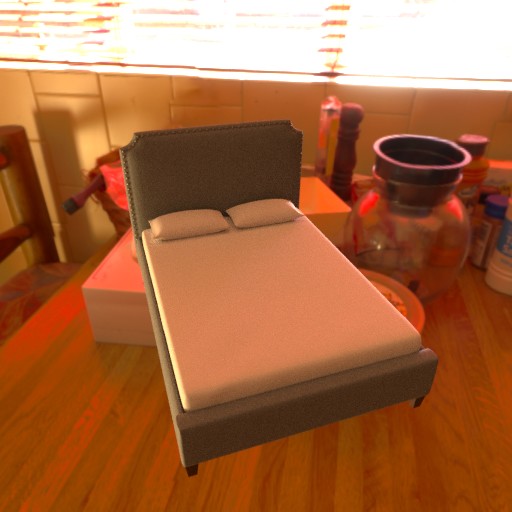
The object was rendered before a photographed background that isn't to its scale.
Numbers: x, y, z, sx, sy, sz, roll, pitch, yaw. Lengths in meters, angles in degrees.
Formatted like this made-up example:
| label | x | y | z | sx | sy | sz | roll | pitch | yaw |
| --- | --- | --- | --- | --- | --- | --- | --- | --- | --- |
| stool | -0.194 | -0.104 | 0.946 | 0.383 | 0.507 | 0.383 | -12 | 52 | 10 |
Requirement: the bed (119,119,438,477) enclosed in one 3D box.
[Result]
| label | x | y | z | sx | sy | sz | roll | pitch | yaw |
| --- | --- | --- | --- | --- | --- | --- | --- | --- | --- |
| bed | 0.000 | 0.000 | 3.416 | 1.712 | 1.443 | 2.372 | -10 | 33 | -16 |
